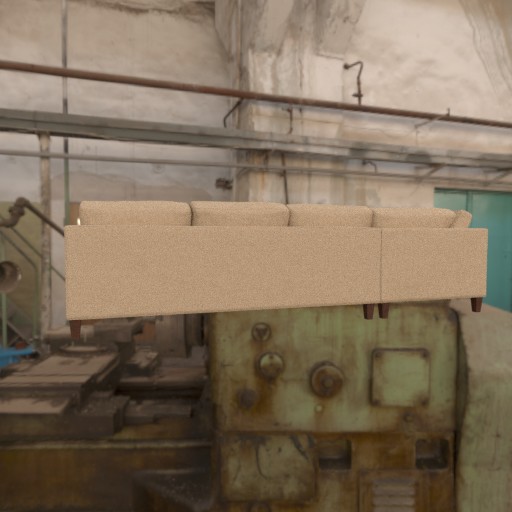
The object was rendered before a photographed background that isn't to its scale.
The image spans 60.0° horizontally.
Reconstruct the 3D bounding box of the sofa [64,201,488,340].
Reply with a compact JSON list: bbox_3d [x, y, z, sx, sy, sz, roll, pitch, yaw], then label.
[{"bbox_3d":[0.000,0.000,4.231,3.182,0.863,2.432,-1,3,-18],"label":"sofa"}]
